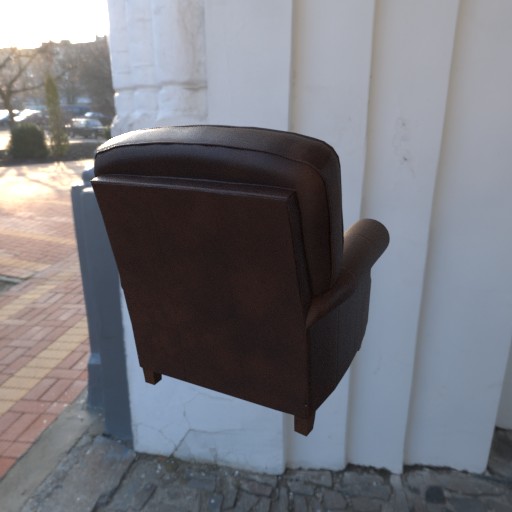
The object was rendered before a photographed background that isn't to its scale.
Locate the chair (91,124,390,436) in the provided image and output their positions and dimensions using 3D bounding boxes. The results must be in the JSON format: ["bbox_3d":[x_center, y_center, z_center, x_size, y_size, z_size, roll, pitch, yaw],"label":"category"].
[{"bbox_3d":[0.000,0.000,1.770,0.936,1.018,0.986,9,20,25],"label":"chair"}]
